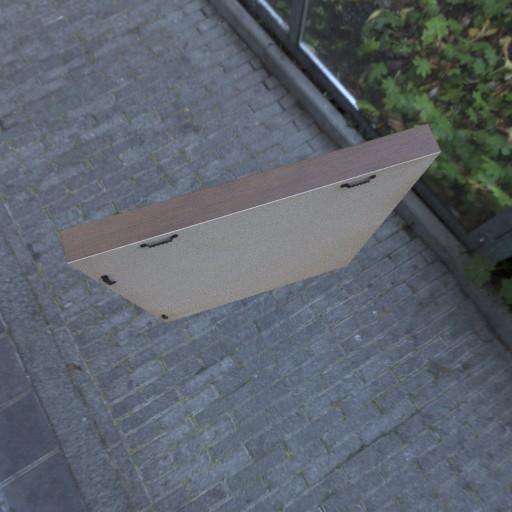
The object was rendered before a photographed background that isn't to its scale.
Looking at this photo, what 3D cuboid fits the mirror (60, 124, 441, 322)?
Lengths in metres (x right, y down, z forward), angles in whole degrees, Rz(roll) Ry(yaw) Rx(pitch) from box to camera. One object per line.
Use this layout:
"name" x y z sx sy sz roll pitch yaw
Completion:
"mirror" 0.000 0.000 0.705 0.405 0.508 0.041 -17 76 -5
